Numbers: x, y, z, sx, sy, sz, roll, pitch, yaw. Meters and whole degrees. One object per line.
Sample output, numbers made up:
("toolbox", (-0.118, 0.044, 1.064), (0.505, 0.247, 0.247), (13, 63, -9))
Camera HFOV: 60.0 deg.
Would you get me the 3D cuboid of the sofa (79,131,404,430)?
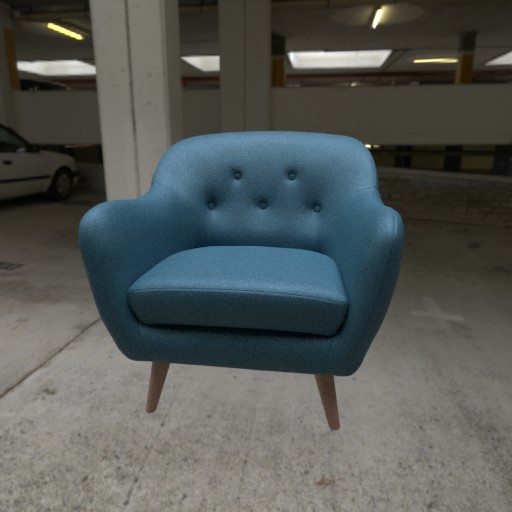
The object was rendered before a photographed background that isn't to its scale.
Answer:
("sofa", (0.000, 0.000, 1.492), (0.836, 0.817, 0.825), (2, 15, 8))
